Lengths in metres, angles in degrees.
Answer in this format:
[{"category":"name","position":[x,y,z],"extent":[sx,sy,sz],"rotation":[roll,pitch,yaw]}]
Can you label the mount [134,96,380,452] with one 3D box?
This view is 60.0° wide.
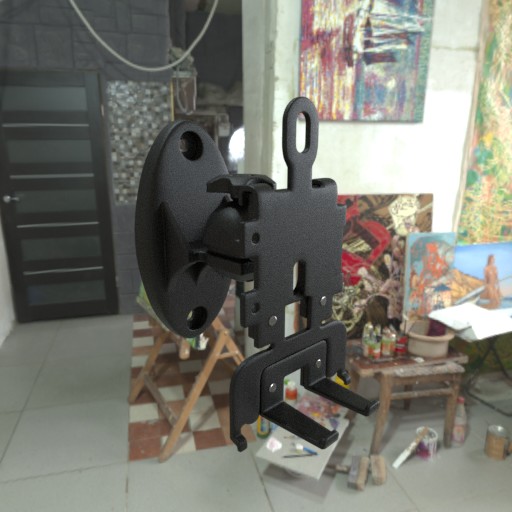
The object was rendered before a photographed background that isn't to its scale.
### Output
[{"category":"mount","position":[0.000,0.000,0.178],"extent":[0.066,0.118,0.100],"rotation":[-13,20,-42]}]
